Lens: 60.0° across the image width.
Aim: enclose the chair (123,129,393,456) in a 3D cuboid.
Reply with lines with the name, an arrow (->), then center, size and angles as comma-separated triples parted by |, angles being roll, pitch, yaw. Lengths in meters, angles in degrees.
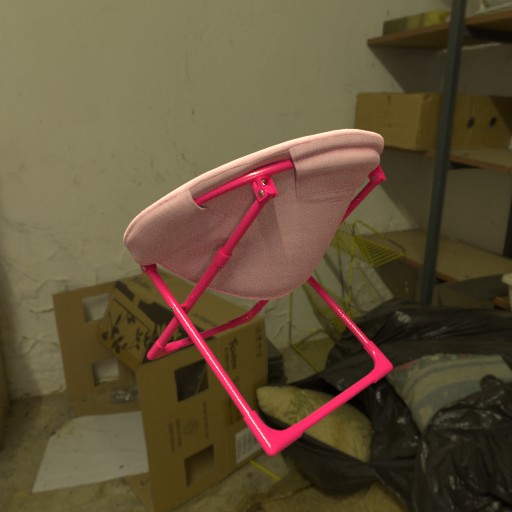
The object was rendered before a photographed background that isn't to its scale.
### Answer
chair -> 0.000, 0.000, 0.902 | 0.522, 0.494, 0.459 | -15, 21, -43
